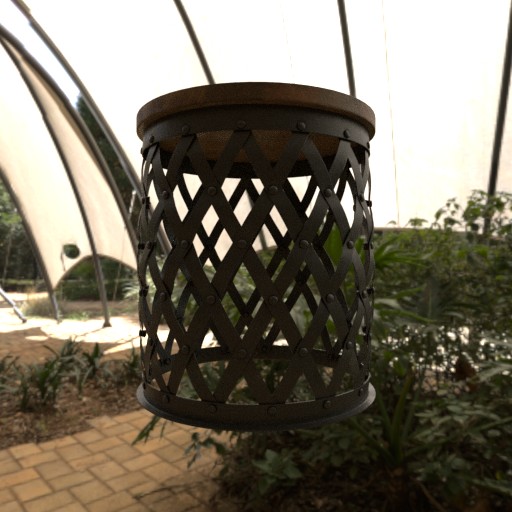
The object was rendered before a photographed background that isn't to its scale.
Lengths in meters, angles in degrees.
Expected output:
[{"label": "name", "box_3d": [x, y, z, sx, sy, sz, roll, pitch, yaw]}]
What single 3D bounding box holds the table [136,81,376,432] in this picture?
[{"label": "table", "box_3d": [0.000, 0.000, 0.776, 0.405, 0.454, 0.405, 0, 0, 0]}]
